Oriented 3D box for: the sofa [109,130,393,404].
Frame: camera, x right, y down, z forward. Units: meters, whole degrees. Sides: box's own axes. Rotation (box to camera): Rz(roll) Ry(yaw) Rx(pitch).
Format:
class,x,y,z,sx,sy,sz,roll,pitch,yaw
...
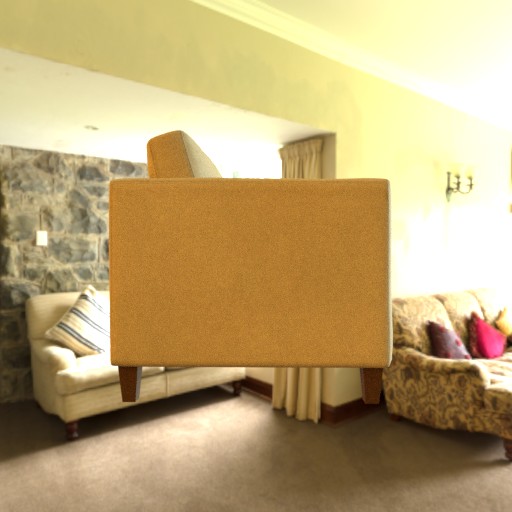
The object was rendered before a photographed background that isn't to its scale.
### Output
class,x,y,z,sx,sy,sz,roll,pitch,yaw
sofa,0.000,0.000,2.323,0.950,0.940,1.846,0,1,1
